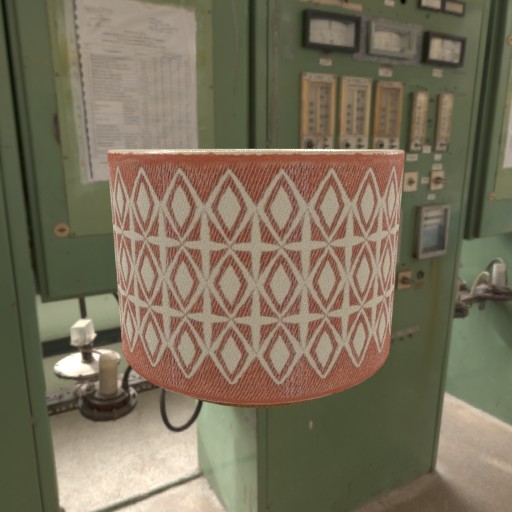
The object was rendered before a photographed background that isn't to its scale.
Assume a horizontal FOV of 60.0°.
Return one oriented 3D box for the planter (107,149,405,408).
[{"bbox_3d":[0.000,0.000,0.318,0.192,0.148,0.192,0,14,0],"label":"planter"}]
